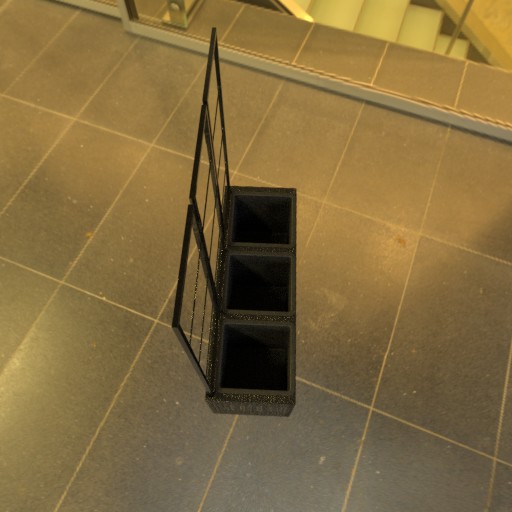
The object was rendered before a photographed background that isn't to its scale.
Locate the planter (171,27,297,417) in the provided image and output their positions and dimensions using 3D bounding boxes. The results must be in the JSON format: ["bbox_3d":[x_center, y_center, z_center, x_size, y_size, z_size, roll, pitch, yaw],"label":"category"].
[{"bbox_3d":[0.000,0.000,1.172,0.244,0.841,0.698,2,63,1],"label":"planter"}]
